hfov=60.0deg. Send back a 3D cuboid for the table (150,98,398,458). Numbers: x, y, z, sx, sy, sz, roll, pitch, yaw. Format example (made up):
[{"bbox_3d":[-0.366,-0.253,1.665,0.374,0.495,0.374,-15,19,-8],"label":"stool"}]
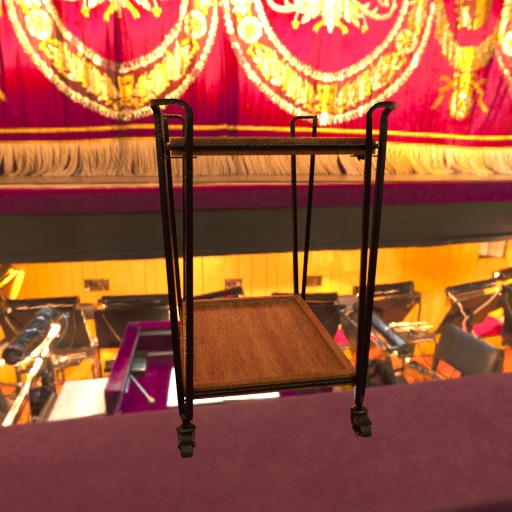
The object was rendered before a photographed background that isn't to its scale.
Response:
[{"bbox_3d":[0.000,0.000,1.248,0.505,0.785,0.672,-3,15,-9],"label":"table"}]
